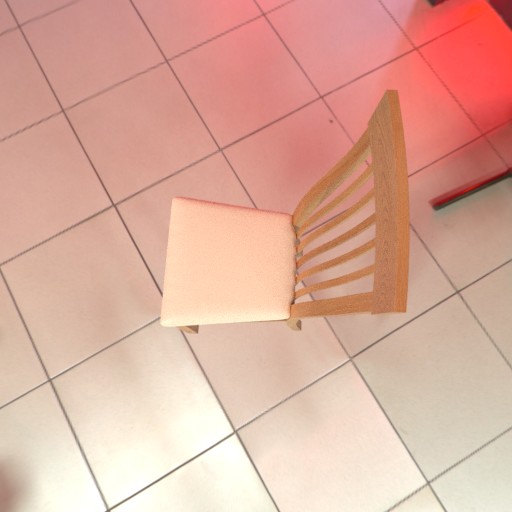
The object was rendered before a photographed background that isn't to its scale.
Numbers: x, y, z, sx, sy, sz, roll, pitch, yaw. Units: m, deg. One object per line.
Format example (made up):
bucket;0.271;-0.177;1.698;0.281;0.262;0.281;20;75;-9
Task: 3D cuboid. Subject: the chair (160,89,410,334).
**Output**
chair;0.000;0.000;1.350;0.580;1.050;0.450;3;76;1
